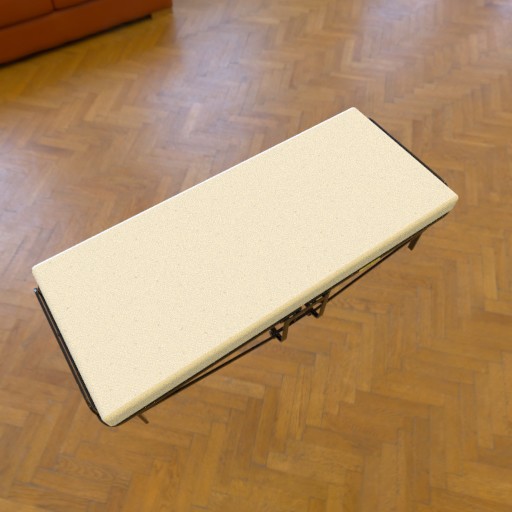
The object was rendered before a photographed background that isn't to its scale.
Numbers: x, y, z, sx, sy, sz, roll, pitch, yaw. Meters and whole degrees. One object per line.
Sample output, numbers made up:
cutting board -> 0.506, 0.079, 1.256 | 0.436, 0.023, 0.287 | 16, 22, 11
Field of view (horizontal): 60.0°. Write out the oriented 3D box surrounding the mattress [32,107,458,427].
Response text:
mattress -> 0.000, 0.000, 2.503 | 2.153, 0.519, 0.922 | -30, 63, -17
